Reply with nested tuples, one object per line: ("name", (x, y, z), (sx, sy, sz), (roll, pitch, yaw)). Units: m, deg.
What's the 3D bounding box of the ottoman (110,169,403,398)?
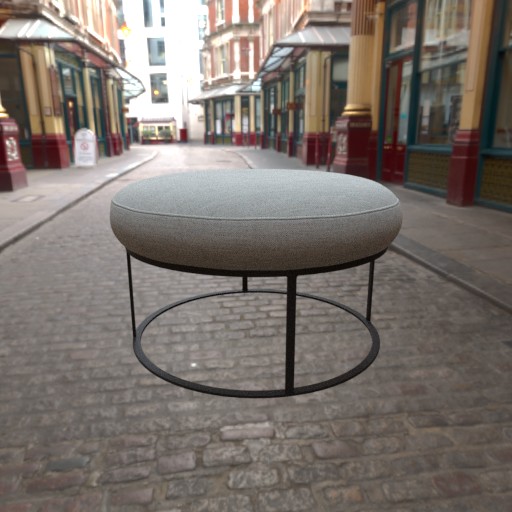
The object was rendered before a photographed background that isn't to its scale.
("ottoman", (0.000, 0.000, 1.254), (0.769, 0.459, 0.769), (0, 15, 0))
